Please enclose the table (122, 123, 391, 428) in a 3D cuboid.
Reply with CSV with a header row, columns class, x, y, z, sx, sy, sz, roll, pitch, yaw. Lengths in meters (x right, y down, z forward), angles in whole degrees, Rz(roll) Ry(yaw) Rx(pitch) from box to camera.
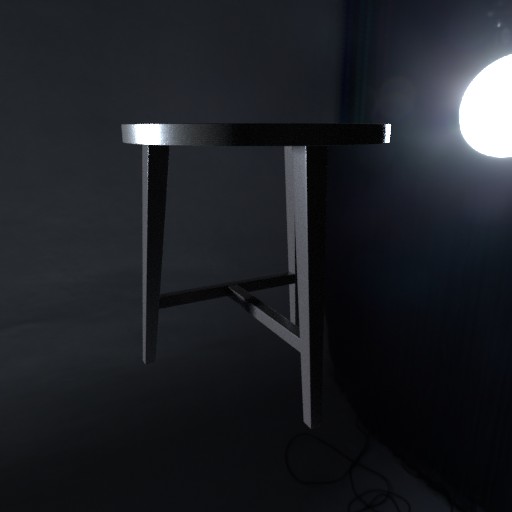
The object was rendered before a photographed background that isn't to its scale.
class,x,y,z,sx,sy,sz,roll,pitch,yaw
table,0.000,0.000,0.932,0.500,0.531,0.500,0,16,0
